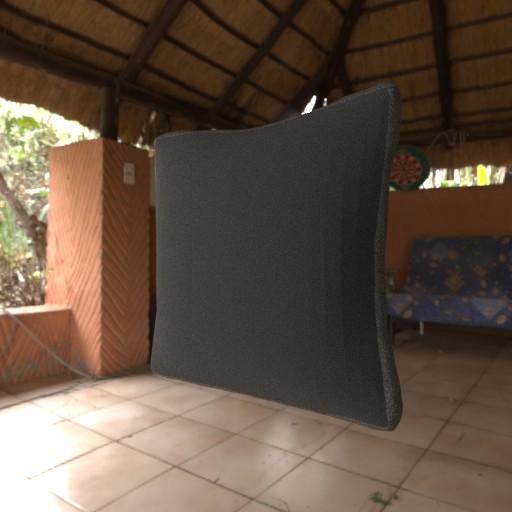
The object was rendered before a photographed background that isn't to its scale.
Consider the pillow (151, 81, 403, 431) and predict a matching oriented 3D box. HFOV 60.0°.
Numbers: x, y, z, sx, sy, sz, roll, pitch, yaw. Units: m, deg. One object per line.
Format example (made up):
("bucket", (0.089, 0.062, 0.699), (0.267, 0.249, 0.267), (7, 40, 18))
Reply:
("pillow", (0.000, 0.000, 0.806), (0.533, 0.523, 0.210), (1, 1, 35))
